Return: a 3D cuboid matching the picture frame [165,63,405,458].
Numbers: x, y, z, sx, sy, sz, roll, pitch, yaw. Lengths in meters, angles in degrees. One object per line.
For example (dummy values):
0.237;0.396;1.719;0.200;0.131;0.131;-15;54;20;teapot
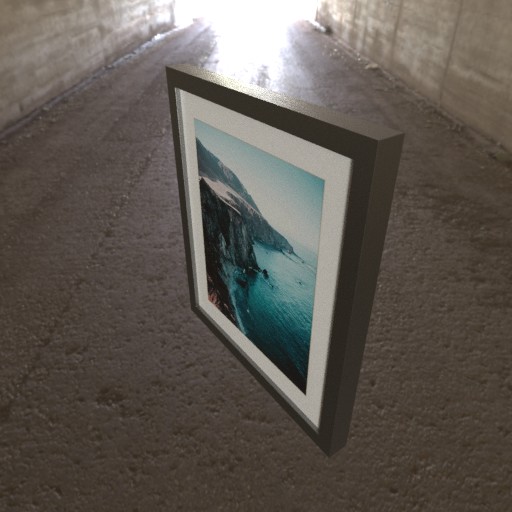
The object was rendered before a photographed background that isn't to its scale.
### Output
0.000;0.000;1.352;0.073;0.968;0.839;-22;39;-29;picture frame
